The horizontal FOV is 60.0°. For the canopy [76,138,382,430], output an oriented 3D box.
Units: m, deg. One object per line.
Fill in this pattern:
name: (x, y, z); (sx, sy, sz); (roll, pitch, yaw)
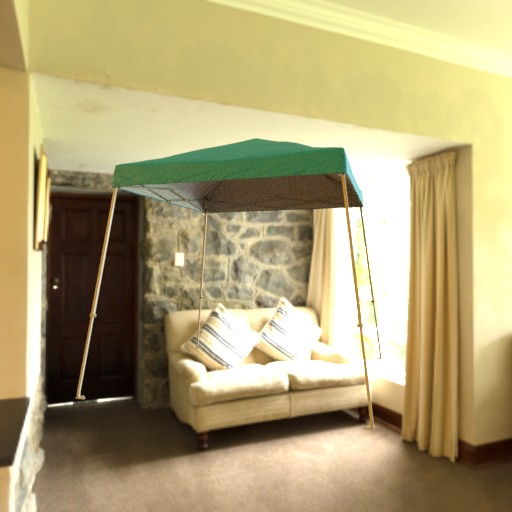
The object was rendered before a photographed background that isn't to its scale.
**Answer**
canopy: (0.000, 0.000, 5.342); (2.849, 2.850, 2.850); (0, -1, 17)
